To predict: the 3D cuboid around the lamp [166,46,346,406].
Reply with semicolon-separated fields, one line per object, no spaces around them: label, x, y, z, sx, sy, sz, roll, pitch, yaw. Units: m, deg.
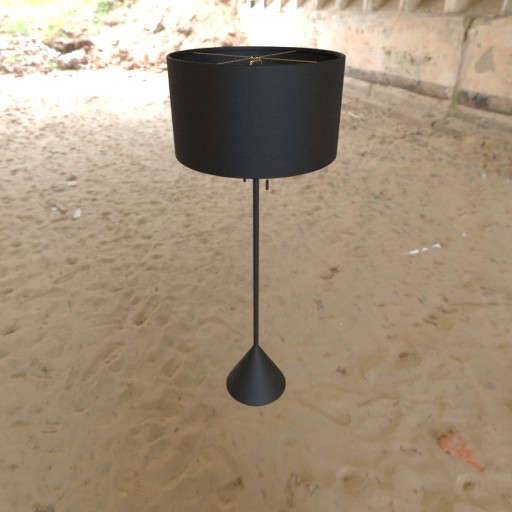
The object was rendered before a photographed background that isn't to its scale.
lamp;0.000;0.000;1.830;0.580;1.526;0.580;19;35;29
